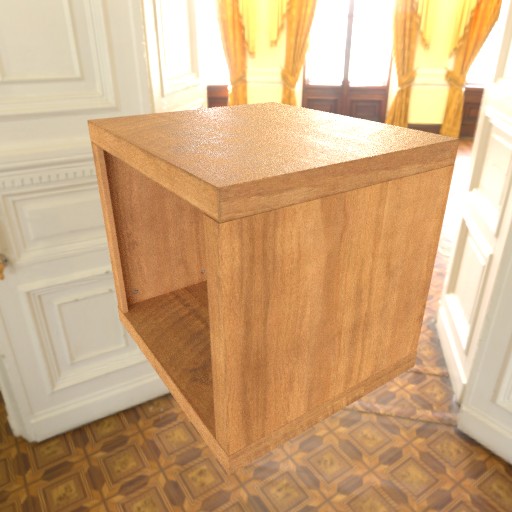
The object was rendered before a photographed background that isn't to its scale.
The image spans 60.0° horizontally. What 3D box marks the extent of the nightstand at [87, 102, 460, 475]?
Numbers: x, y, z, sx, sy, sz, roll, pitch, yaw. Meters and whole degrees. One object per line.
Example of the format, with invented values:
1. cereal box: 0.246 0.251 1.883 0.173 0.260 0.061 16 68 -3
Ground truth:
1. nightstand: 0.000 0.000 0.870 0.436 0.491 0.493 -17 31 -30
